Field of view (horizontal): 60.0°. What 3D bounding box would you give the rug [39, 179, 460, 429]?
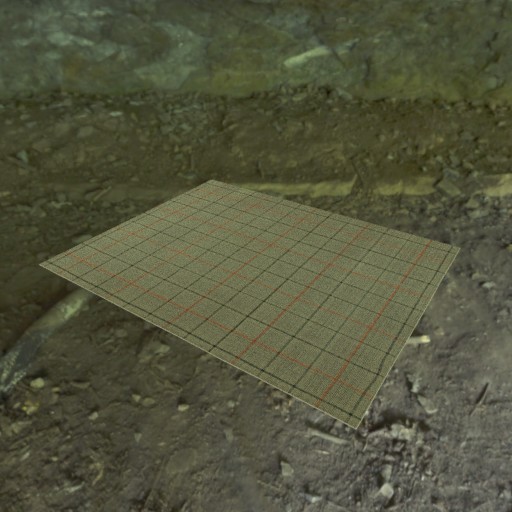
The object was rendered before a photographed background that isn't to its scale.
[{"bbox_3d":[0.000,0.000,4.097,3.048,0.012,2.444,20,37,29],"label":"rug"}]
